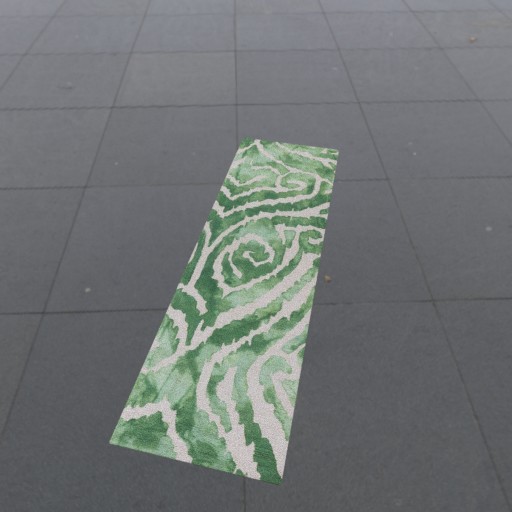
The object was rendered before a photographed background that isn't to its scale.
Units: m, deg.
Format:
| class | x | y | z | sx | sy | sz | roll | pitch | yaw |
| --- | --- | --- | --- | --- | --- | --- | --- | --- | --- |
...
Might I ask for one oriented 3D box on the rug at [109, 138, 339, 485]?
| class | x | y | z | sx | sy | sz | roll | pitch | yaw |
| --- | --- | --- | --- | --- | --- | --- | --- | --- | --- |
| rug | 0.000 | 0.000 | 2.674 | 0.761 | 0.006 | 2.438 | 9 | 48 | 9 |
